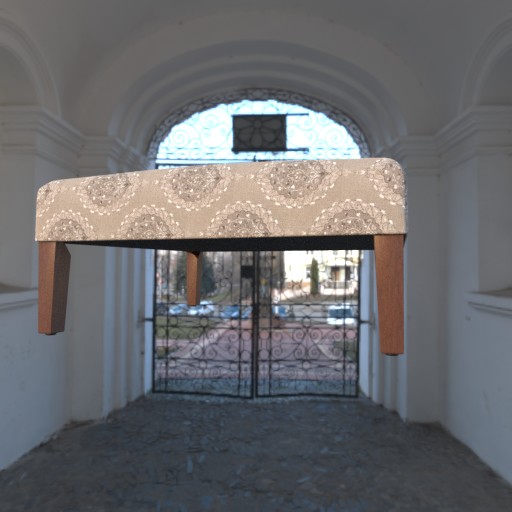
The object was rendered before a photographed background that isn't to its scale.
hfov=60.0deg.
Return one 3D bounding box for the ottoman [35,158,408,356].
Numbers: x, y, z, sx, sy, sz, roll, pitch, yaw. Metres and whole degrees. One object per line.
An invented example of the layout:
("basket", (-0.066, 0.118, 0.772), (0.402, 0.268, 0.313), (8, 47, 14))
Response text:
("ottoman", (0.000, 0.000, 1.392), (0.890, 0.411, 0.889), (0, -1, 18))
